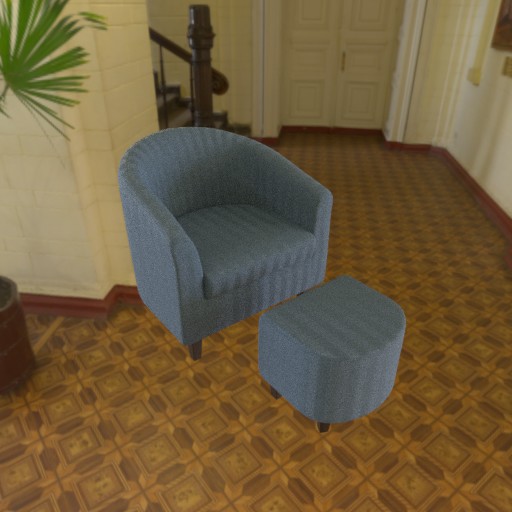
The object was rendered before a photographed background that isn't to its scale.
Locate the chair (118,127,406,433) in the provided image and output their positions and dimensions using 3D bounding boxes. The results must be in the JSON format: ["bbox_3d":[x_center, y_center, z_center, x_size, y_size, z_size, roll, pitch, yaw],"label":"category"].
[{"bbox_3d":[0.000,0.000,1.744,0.756,0.757,1.288,-21,36,-32],"label":"chair"}]
